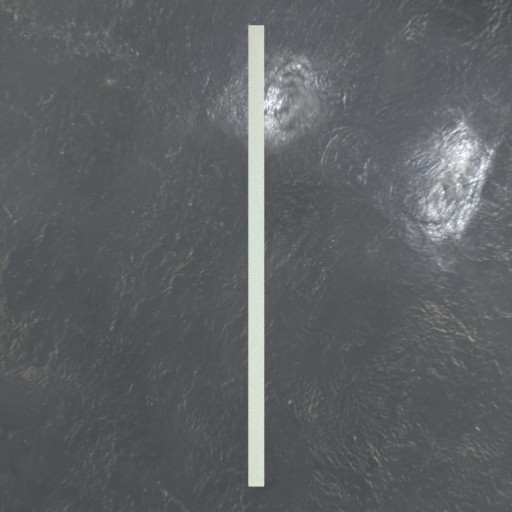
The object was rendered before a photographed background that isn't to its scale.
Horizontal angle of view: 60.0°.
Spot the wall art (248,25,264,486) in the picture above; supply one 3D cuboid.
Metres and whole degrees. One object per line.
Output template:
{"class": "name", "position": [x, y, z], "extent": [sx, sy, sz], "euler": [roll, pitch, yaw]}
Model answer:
{"class": "wall art", "position": [0.000, 0.000, 1.484], "extent": [0.040, 0.765, 1.149], "euler": [0, 90, 0]}
